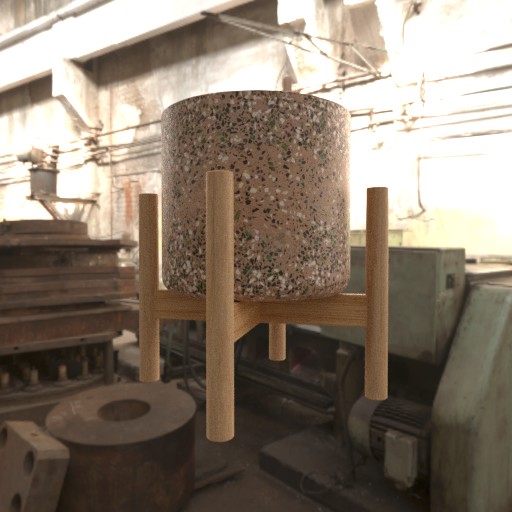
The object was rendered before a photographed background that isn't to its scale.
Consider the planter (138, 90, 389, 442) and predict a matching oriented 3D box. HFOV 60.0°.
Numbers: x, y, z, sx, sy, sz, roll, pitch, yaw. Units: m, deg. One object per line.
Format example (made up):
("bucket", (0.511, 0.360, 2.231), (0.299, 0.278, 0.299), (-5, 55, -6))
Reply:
("planter", (0.000, 0.000, 0.534), (0.284, 0.320, 0.284), (1, 2, 36))
